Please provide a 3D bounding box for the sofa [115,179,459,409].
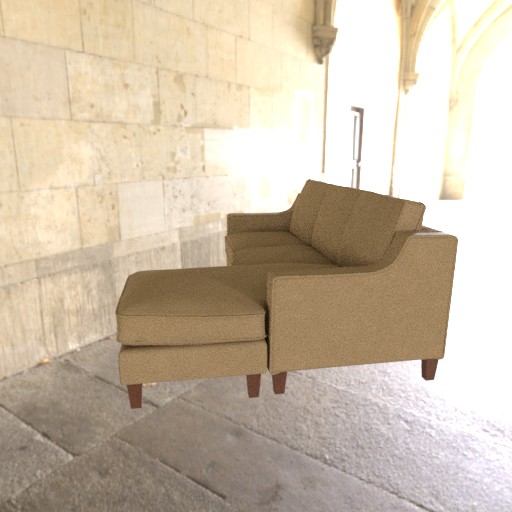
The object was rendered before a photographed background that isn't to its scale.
[{"bbox_3d":[0.000,0.000,3.411,1.858,1.066,2.317,-2,14,-9],"label":"sofa"}]
